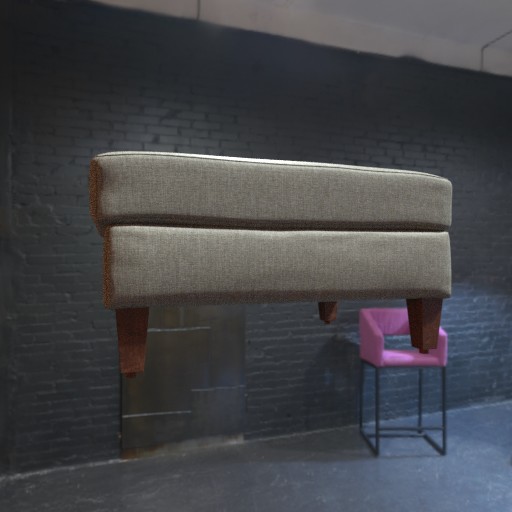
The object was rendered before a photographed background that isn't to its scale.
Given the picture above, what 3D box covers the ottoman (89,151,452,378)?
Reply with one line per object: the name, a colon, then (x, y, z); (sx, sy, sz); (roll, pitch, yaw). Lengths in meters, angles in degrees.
ottoman: (0.000, 0.000, 1.265); (0.873, 0.494, 0.639); (0, 0, -18)
